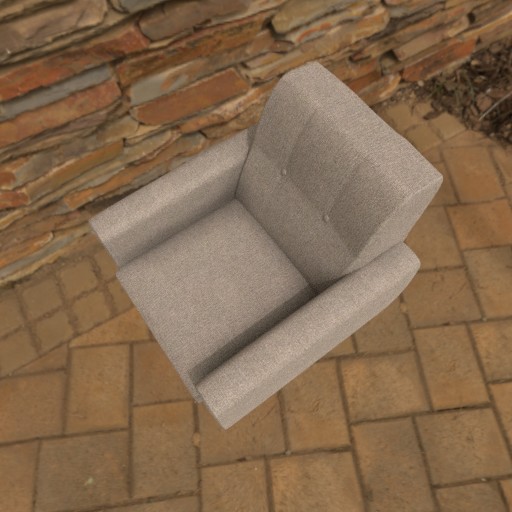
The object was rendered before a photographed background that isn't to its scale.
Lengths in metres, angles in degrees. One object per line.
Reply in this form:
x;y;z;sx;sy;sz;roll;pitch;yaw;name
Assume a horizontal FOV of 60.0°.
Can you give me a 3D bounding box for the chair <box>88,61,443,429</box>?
0.000;0.000;1.674;0.942;0.968;0.845;-33;69;-15;chair
